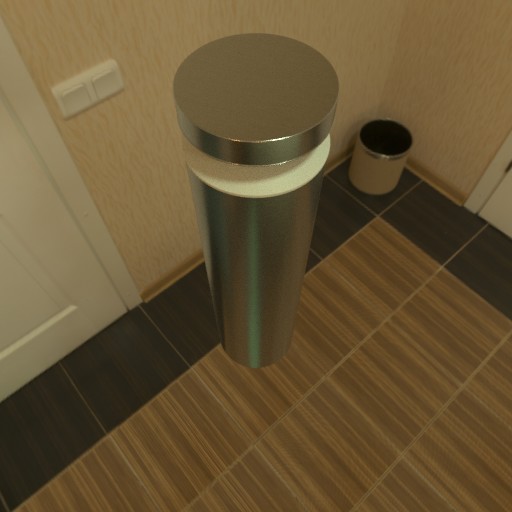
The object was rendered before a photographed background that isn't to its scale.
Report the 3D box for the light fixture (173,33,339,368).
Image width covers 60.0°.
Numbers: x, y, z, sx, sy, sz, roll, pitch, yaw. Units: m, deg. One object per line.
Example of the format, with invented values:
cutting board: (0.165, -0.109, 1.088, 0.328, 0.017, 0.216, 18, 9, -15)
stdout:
light fixture: (0.000, 0.000, 0.436, 0.102, 0.400, 0.102, 17, 60, 10)
